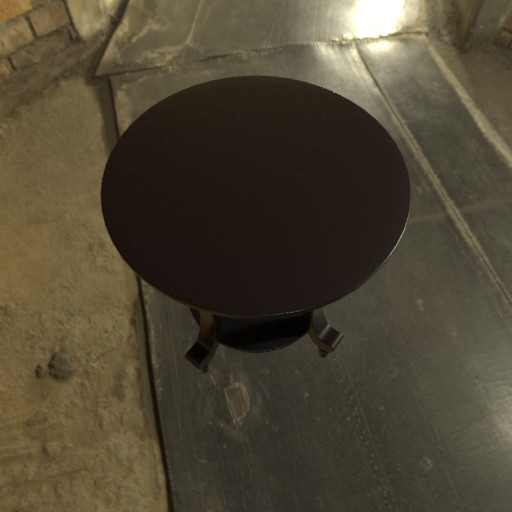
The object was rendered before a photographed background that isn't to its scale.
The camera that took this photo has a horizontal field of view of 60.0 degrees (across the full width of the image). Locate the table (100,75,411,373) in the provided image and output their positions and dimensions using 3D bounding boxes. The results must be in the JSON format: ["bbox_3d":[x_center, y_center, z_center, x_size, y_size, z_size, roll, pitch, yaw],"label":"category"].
[{"bbox_3d":[0.000,0.000,1.126,0.597,0.618,0.597,0,59,0],"label":"table"}]
